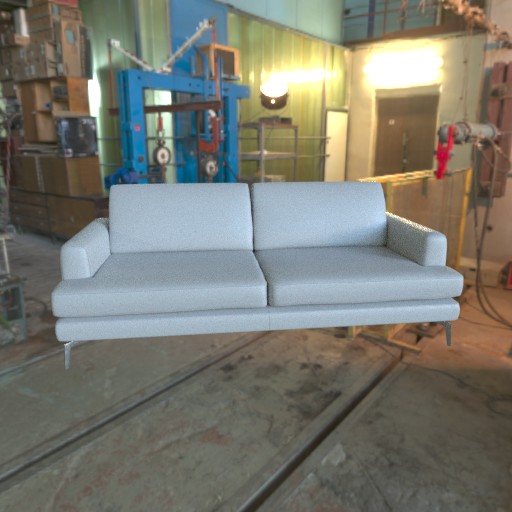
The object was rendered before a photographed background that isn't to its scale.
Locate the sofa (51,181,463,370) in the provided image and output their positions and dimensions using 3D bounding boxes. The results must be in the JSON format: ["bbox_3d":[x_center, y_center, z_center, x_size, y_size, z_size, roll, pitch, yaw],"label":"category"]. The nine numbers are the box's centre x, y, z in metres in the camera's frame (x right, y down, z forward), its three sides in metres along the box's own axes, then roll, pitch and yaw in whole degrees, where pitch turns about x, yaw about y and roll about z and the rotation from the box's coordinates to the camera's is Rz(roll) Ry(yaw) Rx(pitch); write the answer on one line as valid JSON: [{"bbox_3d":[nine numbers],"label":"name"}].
[{"bbox_3d":[0.000,0.000,2.487,1.940,0.765,0.974,-2,15,-7],"label":"sofa"}]
